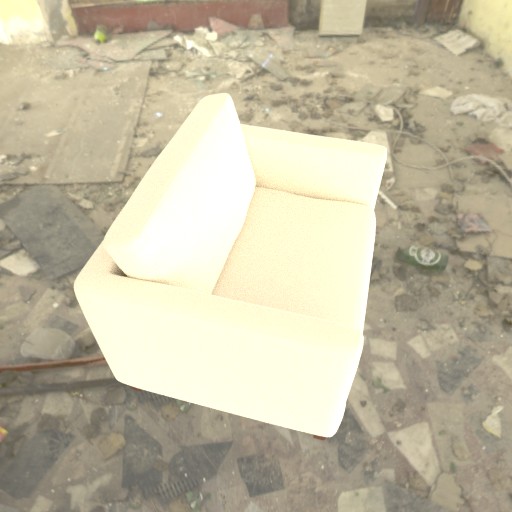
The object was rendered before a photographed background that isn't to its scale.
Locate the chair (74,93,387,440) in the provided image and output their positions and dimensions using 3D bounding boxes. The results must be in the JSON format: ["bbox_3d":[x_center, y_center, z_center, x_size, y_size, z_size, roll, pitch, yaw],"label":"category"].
[{"bbox_3d":[0.000,0.000,1.718,0.878,0.885,1.019,11,48,10],"label":"chair"}]
